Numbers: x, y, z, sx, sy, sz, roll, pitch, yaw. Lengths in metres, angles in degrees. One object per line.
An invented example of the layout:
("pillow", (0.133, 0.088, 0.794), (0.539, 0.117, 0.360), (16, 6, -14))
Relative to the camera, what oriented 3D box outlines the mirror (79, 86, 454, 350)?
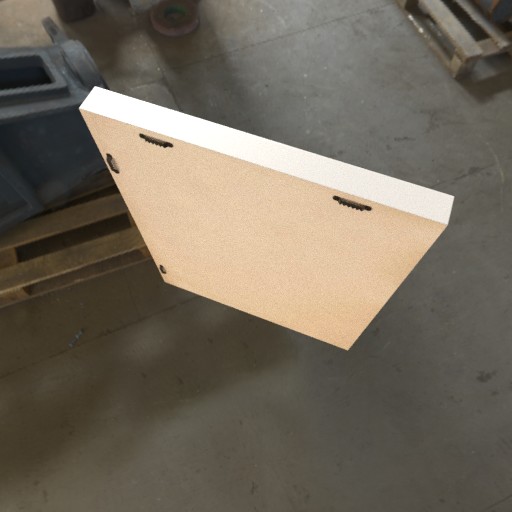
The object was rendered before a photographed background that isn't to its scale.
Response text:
("mirror", (0.000, 0.000, 0.690), (0.405, 0.508, 0.041), (19, 66, 9))
